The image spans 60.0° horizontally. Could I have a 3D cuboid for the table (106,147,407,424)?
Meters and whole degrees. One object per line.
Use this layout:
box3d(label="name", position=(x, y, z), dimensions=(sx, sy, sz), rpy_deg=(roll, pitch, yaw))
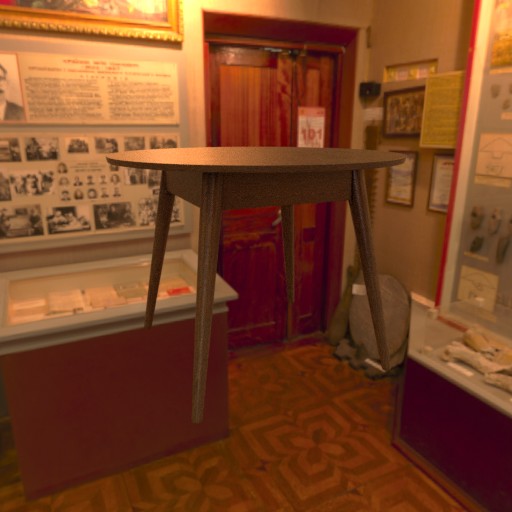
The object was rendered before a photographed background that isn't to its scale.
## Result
box3d(label="table", position=(0.000, 0.000, 1.738), dimensions=(1.053, 0.786, 1.053), rpy_deg=(0, 16, 0))
